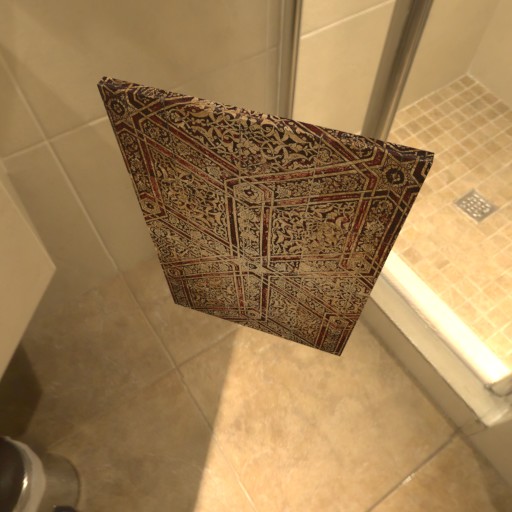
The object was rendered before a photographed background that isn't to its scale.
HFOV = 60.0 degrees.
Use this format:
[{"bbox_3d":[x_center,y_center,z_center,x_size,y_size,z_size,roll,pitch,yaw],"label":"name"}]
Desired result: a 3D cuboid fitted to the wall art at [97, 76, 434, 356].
[{"bbox_3d":[0.000,0.000,0.756,0.397,0.599,0.020,16,59,10],"label":"wall art"}]
